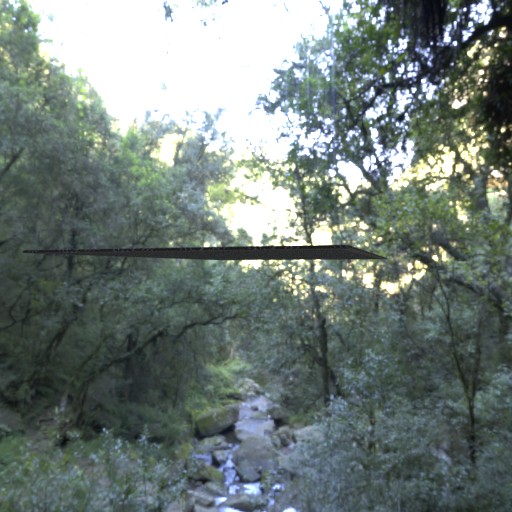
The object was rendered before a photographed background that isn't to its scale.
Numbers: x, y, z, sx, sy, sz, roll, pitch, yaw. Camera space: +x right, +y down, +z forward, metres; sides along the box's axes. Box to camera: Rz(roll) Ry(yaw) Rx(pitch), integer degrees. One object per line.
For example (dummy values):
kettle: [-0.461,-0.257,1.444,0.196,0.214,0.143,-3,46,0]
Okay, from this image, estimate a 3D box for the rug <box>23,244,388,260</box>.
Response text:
rug: [0.000,0.000,2.341,1.239,0.012,1.836,-1,-2,20]
